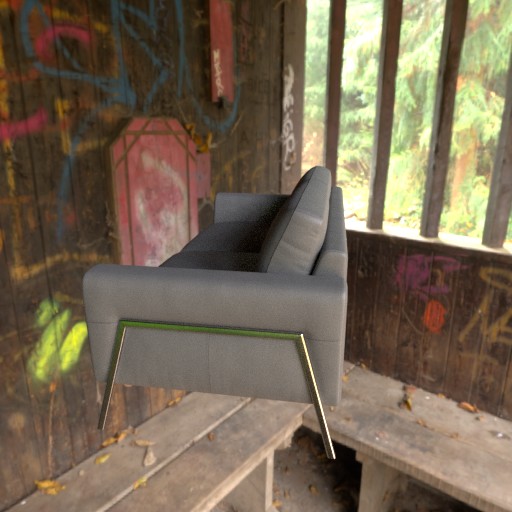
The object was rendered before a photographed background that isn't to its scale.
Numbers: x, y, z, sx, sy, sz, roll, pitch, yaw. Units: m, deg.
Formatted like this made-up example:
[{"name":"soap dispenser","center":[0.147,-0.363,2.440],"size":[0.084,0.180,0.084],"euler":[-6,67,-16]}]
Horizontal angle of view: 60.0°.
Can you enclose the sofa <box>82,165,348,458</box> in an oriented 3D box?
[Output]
[{"name":"sofa","center":[0.000,0.000,2.493],"size":[0.953,0.875,2.017],"euler":[3,17,10]}]
